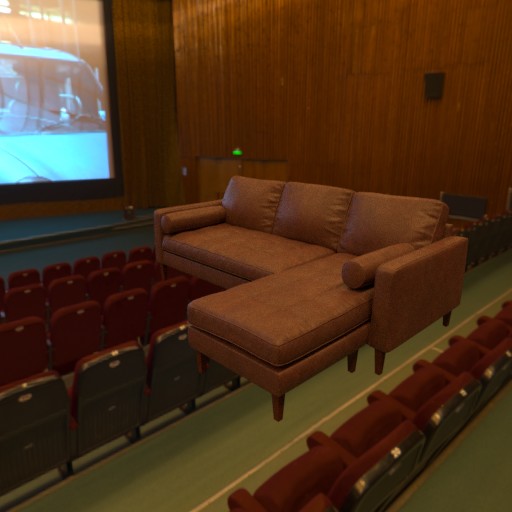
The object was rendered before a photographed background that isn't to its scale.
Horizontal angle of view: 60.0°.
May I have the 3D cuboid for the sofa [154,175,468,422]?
[{"bbox_3d":[0.000,0.000,2.994,1.613,0.841,2.185,-16,23,-42],"label":"sofa"}]
